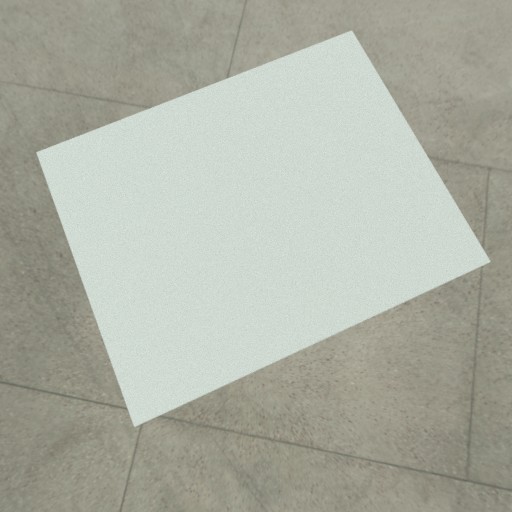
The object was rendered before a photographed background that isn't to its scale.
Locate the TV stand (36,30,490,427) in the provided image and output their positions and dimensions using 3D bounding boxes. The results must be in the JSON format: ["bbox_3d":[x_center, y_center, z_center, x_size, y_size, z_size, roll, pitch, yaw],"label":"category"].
[{"bbox_3d":[0.000,0.000,0.884,0.508,0.559,0.405,-23,77,-6],"label":"TV stand"}]
